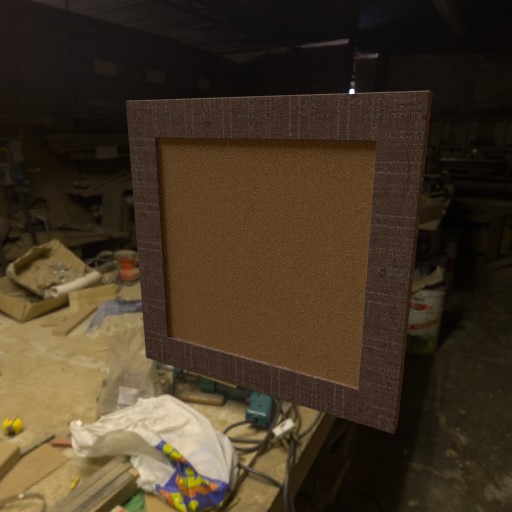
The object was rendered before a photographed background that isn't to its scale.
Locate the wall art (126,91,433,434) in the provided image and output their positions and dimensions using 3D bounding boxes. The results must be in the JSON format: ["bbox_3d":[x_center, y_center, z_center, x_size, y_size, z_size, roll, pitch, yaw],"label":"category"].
[{"bbox_3d":[0.000,0.000,0.787,0.531,0.531,0.029,9,18,27],"label":"wall art"}]
